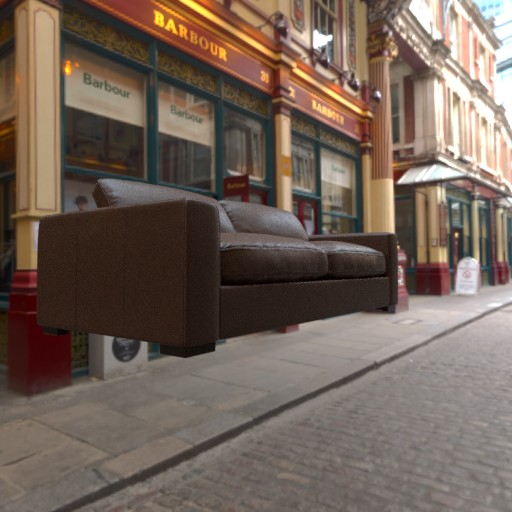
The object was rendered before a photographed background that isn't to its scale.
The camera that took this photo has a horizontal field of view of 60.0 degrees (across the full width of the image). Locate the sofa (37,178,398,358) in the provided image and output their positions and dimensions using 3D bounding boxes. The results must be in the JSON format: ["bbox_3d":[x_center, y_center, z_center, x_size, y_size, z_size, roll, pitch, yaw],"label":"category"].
[{"bbox_3d":[0.000,0.000,2.790,1.070,0.801,2.262,-1,-2,37],"label":"sofa"}]
